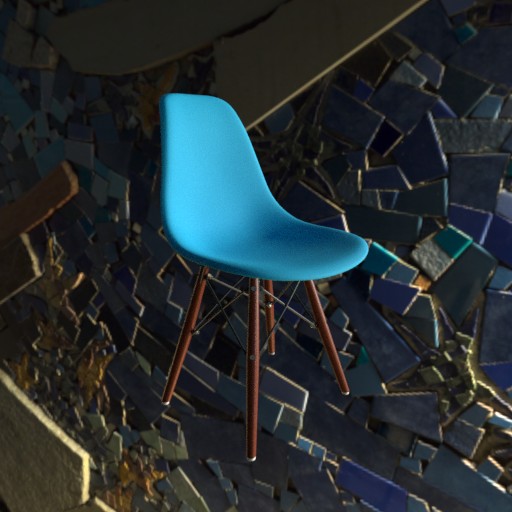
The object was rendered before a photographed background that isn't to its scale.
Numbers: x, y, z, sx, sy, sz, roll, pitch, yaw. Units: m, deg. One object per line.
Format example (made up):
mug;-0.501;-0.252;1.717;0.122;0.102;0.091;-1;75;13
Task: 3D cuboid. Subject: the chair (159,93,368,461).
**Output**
chair;0.000;0.000;1.159;0.533;0.826;0.470;15;21;43
